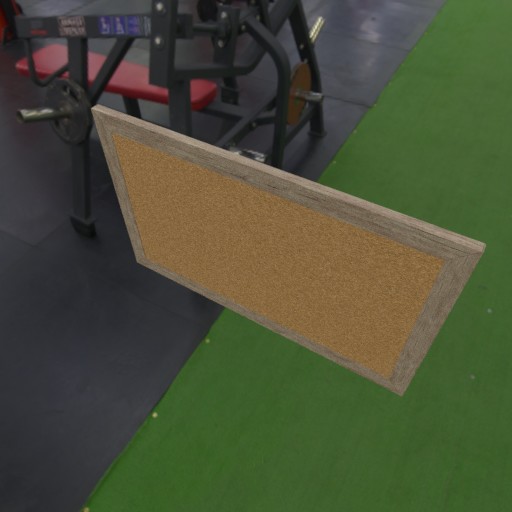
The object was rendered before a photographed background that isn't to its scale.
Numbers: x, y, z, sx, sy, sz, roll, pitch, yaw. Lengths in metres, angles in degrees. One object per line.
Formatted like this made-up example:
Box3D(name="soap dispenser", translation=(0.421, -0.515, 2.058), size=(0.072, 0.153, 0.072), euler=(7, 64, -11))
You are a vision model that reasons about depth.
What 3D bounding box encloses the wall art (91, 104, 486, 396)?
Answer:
Box3D(name="wall art", translation=(0.000, 0.000, 0.959), size=(0.780, 0.480, 0.021), euler=(24, 52, 20))
